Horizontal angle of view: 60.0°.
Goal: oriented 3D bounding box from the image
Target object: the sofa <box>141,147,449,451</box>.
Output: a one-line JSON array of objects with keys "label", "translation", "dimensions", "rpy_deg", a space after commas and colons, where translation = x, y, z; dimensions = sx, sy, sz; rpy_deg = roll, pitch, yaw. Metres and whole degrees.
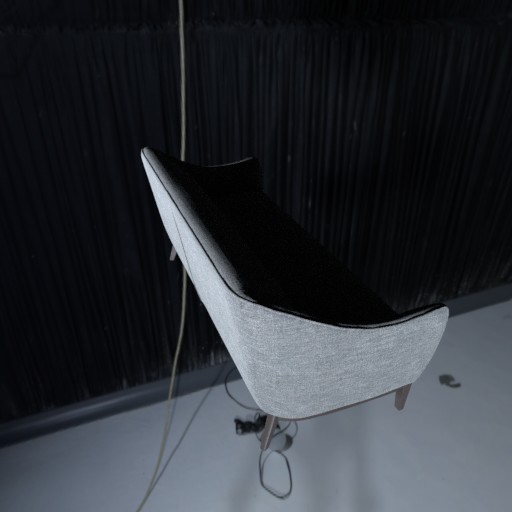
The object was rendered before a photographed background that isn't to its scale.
[{"label": "sofa", "translation": [0.000, 0.000, 2.403], "dimensions": [0.867, 0.829, 1.928], "rpy_deg": [-12, 33, -19]}]
